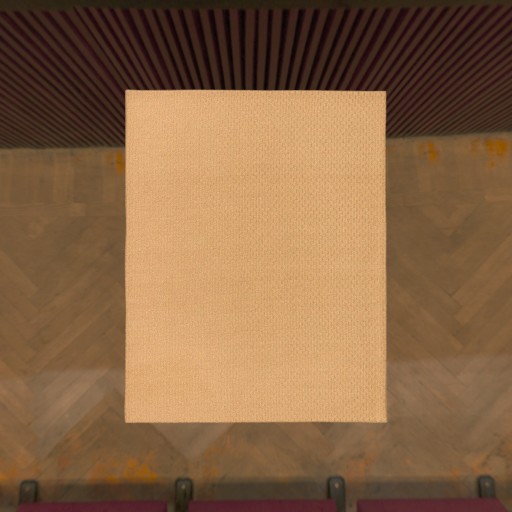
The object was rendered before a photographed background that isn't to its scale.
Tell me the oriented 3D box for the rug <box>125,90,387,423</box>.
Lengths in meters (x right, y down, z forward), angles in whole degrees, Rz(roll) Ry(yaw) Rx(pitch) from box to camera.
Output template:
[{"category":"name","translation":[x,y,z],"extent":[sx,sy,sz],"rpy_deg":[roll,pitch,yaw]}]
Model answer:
[{"category":"rug","translation":[0.000,0.000,3.856],"extent":[2.277,0.035,2.897],"rpy_deg":[0,90,-1]}]
